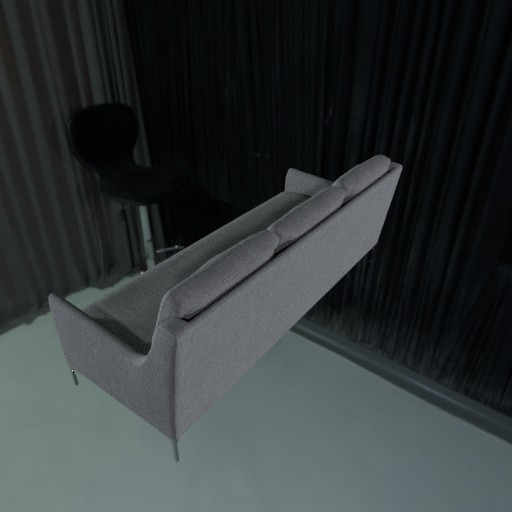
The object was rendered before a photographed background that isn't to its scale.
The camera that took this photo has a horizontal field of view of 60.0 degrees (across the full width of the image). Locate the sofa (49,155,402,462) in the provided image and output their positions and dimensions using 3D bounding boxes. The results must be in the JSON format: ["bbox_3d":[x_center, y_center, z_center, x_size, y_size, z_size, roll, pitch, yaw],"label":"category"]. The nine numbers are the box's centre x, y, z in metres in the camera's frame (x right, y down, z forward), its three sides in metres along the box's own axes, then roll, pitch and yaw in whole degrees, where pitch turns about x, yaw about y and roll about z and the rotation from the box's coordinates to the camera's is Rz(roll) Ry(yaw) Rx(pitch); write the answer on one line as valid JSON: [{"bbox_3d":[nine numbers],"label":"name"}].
[{"bbox_3d":[0.000,0.000,2.526,0.849,0.837,2.060,21,37,30],"label":"sofa"}]
